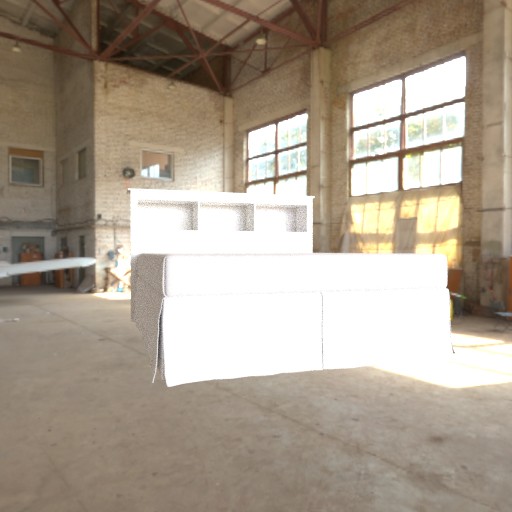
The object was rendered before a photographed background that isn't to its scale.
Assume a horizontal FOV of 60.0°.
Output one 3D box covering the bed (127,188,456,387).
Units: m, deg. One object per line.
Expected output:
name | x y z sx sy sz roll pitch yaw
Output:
bed | 0.000 0.000 3.119 1.671 1.092 2.133 0 1 -18
